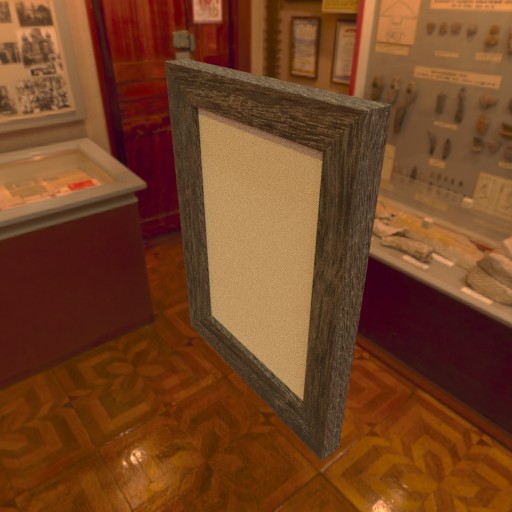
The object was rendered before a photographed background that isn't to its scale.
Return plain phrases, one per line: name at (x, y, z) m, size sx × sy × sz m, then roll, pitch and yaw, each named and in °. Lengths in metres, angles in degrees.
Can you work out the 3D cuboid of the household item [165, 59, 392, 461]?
household item at (0.000, 0.000, 0.278) m, size 0.020 × 0.210 × 0.160 m, roll -21°, pitch 37°, yaw -31°
